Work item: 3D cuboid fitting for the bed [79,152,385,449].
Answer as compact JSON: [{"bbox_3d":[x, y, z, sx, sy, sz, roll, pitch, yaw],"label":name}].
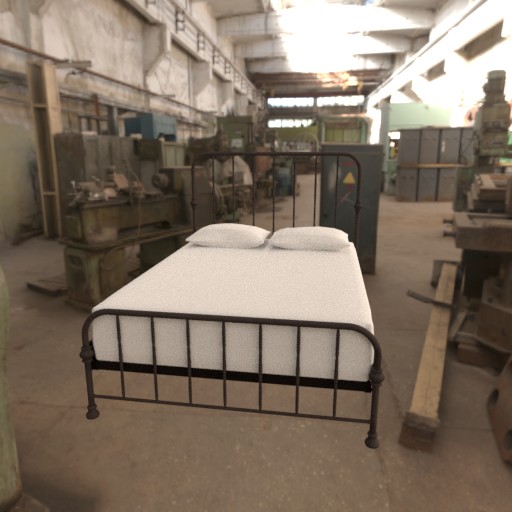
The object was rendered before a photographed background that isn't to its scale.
[{"bbox_3d":[0.000,0.000,3.208,1.616,1.446,2.134,2,14,9],"label":"bed"}]
